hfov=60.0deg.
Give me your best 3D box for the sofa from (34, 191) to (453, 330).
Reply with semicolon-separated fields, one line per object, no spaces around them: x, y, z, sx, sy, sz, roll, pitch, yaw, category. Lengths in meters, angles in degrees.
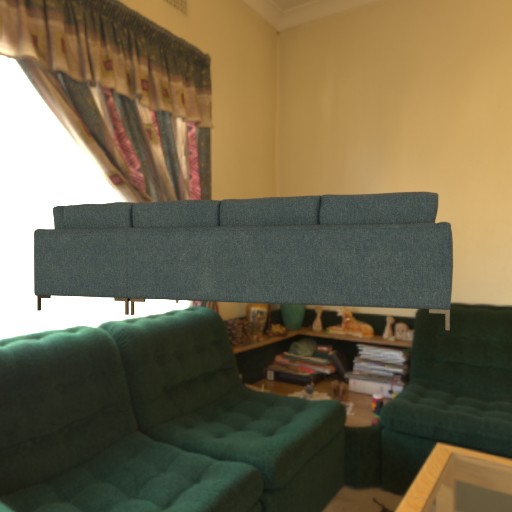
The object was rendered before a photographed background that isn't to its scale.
0.000;0.000;3.859;2.949;0.815;2.007;0;1;17;sofa
